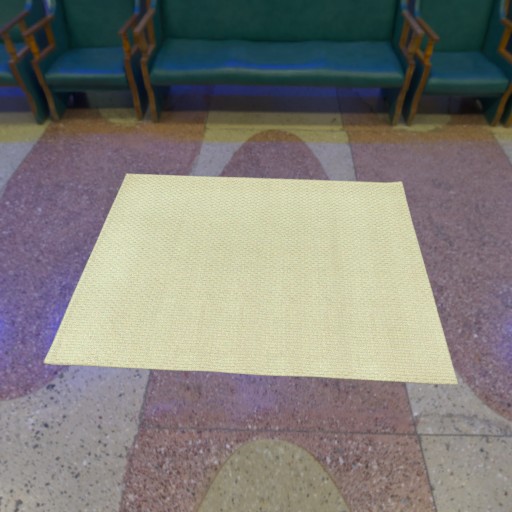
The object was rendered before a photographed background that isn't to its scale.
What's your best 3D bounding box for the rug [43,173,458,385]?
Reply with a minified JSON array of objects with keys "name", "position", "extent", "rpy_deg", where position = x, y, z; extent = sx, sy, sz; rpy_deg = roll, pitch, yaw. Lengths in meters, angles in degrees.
[{"name":"rug","position":[0.000,0.000,3.862],"extent":[2.897,0.035,2.277],"rpy_deg":[2,46,2]}]
